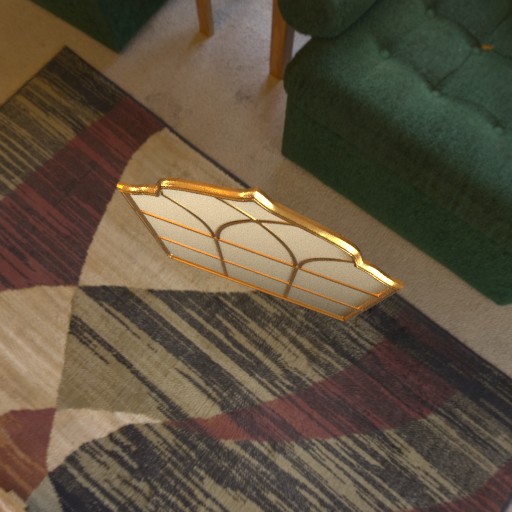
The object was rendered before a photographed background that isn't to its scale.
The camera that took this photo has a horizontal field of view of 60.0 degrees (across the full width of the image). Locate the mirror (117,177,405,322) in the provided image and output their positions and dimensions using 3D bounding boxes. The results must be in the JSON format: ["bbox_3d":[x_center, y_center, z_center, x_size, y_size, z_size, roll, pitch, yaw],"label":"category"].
[{"bbox_3d":[0.000,0.000,0.875,0.513,0.635,0.018,20,76,5],"label":"mirror"}]
